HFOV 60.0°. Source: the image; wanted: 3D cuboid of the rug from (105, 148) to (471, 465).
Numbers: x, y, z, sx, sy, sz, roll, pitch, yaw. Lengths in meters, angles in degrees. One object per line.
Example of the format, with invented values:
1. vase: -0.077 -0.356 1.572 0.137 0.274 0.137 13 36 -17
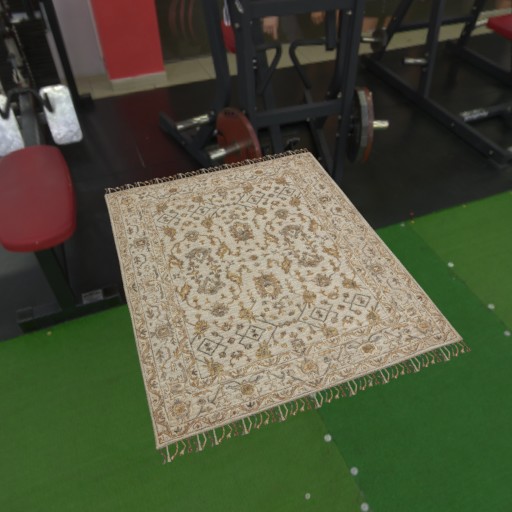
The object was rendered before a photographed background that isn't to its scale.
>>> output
1. rug: 0.000 0.000 4.100 2.426 0.034 3.061 -15 48 -14
